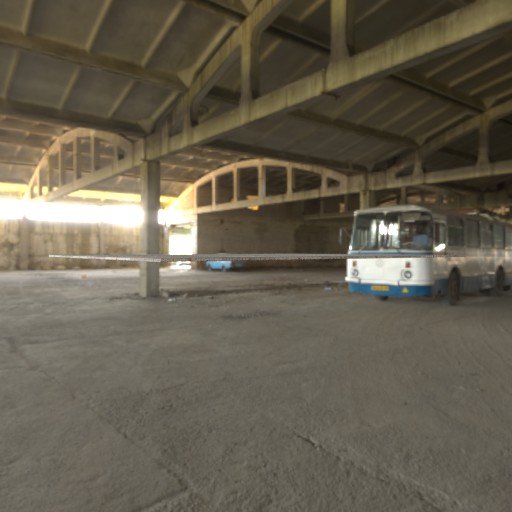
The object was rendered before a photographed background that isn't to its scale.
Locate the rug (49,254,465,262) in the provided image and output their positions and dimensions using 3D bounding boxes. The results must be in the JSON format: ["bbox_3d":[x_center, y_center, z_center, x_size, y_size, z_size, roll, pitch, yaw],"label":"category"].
[{"bbox_3d":[0.000,0.000,4.003,2.959,0.016,2.317,-1,1,-37],"label":"rug"}]
